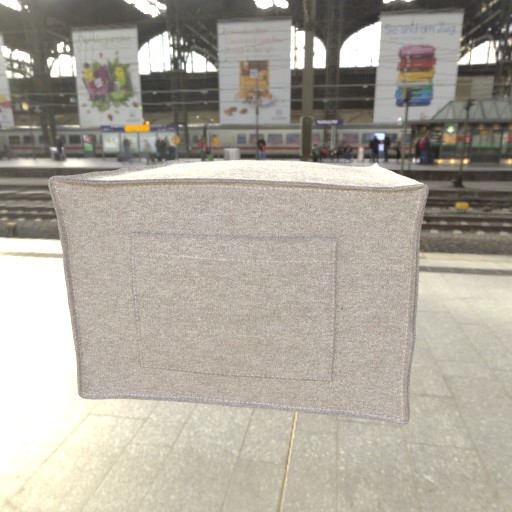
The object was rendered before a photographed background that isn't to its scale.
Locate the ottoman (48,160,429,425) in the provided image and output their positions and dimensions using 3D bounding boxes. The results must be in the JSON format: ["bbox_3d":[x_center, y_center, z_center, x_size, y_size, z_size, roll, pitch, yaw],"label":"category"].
[{"bbox_3d":[0.000,0.000,1.132,0.707,0.470,0.696,2,14,7],"label":"ottoman"}]
